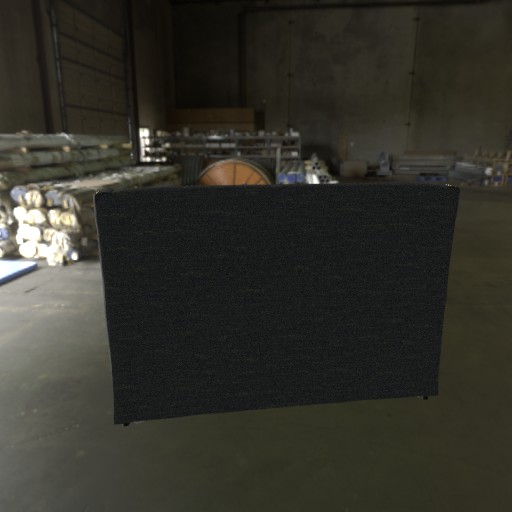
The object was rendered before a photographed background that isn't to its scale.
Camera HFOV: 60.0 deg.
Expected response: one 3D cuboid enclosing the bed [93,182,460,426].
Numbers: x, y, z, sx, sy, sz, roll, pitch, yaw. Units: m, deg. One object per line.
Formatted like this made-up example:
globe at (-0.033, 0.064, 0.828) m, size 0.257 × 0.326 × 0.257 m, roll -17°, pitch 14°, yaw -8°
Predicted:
bed at (0.000, 0.000, 3.480) m, size 1.925 × 1.332 × 2.276 m, roll -2°, pitch 15°, yaw -8°
